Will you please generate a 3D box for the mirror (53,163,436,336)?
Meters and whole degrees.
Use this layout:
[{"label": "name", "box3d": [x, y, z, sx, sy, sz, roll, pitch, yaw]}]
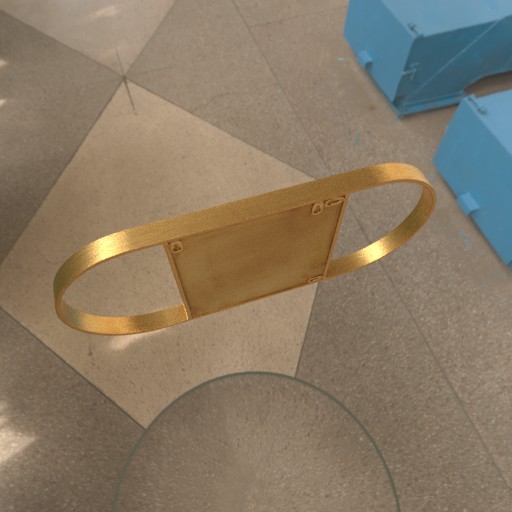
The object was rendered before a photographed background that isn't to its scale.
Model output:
[{"label": "mirror", "box3d": [0.000, 0.000, 0.675, 0.584, 0.254, 0.032, -16, 61, -9]}]
